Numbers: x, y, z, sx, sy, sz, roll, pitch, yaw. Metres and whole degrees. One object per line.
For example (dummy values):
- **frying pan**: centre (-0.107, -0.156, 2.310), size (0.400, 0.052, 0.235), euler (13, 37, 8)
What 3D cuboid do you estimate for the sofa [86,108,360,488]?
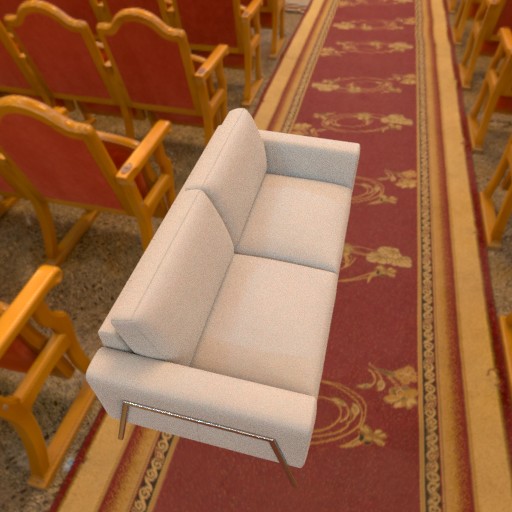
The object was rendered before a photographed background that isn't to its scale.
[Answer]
- **sofa**: centre (0.000, 0.000, 2.513), size (0.953, 0.875, 2.017), euler (11, 48, 10)
